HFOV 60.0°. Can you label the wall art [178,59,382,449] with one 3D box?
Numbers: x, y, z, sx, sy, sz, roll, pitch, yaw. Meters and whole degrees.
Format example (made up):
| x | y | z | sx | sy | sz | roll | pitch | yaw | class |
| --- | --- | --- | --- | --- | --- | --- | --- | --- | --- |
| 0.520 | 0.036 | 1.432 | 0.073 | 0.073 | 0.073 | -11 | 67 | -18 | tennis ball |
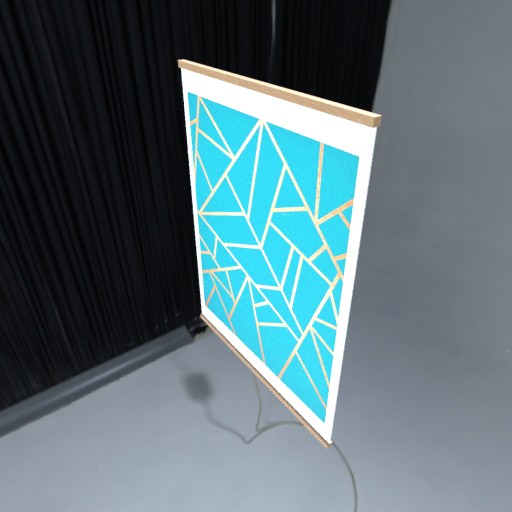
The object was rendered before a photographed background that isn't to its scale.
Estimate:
| x | y | z | sx | sy | sz | roll | pitch | yaw | class |
| --- | --- | --- | --- | --- | --- | --- | --- | --- | --- |
| 0.000 | 0.000 | 0.813 | 0.012 | 0.608 | 0.459 | -22 | 39 | -30 | wall art |
